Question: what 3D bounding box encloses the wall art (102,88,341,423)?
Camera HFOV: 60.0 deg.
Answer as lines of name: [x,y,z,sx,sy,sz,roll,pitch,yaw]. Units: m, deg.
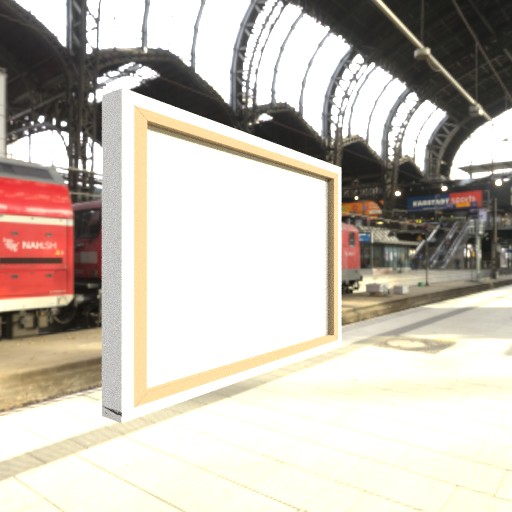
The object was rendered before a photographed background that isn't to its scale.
wall art: [0.000,0.000,0.802,0.042,0.414,0.608,0,0,37]
